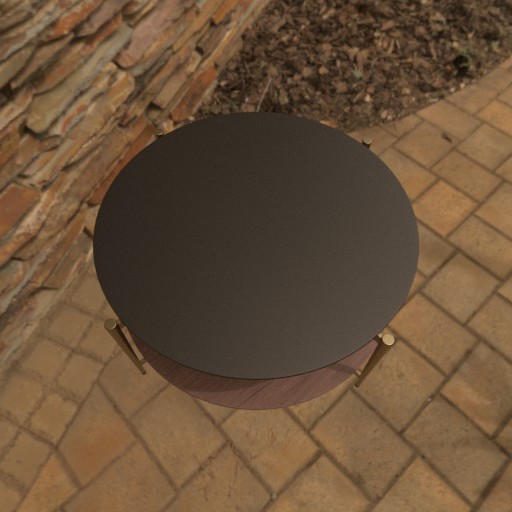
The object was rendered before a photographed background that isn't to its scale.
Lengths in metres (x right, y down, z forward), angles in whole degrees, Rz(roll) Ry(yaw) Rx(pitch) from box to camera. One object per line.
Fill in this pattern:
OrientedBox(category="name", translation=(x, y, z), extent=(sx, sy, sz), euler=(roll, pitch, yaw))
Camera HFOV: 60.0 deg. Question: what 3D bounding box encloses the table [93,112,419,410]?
OrientedBox(category="table", translation=(0.000, 0.000, 1.466), extent=(0.938, 0.400, 0.938), euler=(16, 59, 10))
